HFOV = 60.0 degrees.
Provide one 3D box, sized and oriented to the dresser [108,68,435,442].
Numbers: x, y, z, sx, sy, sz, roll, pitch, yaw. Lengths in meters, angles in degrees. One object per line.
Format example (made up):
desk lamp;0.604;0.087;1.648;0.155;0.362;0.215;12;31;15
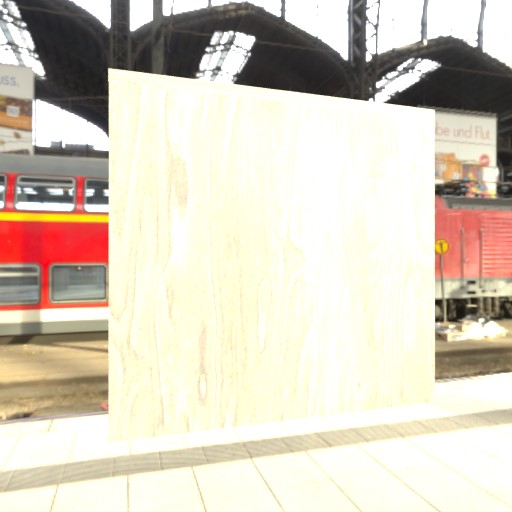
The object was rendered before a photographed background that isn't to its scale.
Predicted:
dresser;0.000;0.000;1.280;0.809;0.762;0.529;0;0;-18
